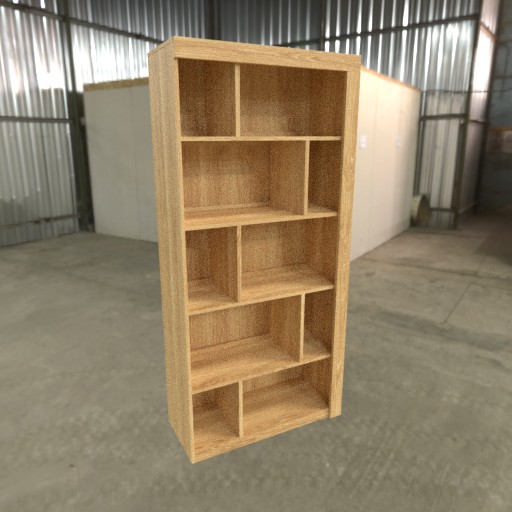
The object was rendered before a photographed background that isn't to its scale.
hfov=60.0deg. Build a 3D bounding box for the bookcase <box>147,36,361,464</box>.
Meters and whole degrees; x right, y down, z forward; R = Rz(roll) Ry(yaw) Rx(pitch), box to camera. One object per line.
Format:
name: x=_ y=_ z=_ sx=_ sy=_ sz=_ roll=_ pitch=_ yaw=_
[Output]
bookcase: x=0.000 y=0.000 z=2.405 sx=0.950 sy=2.020 sz=0.420 roll=-8 pitch=17 yaw=-26
